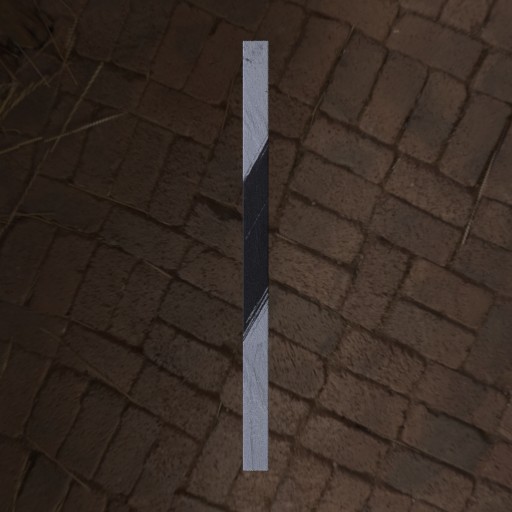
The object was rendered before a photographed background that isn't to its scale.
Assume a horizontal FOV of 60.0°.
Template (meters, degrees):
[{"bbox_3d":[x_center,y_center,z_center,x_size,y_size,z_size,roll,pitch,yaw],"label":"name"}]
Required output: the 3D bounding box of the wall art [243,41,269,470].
[{"bbox_3d":[0.000,0.000,1.171,0.046,0.765,0.765,0,90,0],"label":"wall art"}]
